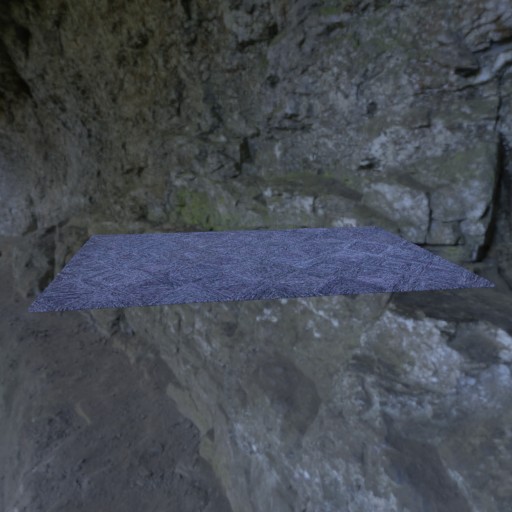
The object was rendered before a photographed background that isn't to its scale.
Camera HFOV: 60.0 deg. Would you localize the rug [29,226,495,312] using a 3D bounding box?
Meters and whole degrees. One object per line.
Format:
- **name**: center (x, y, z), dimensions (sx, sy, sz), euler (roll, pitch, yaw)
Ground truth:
- **rug**: center (0.000, 0.000, 2.170), dimensions (1.752, 0.013, 1.158), euler (-2, 16, -9)
